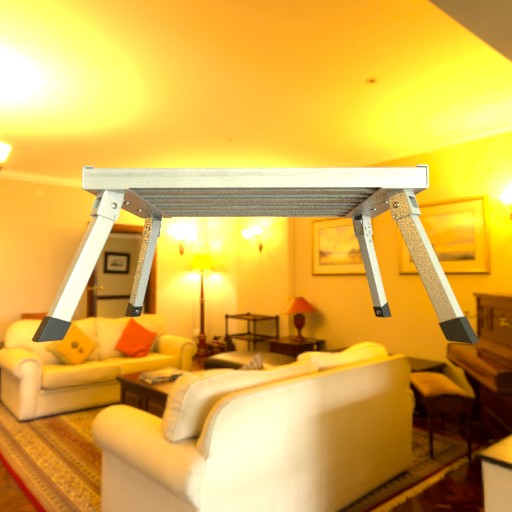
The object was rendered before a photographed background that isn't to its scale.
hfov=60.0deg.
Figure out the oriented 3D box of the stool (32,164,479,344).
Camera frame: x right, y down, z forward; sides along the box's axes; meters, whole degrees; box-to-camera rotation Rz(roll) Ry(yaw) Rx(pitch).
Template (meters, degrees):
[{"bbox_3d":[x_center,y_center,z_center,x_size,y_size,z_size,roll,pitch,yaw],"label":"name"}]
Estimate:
[{"bbox_3d":[0.000,0.000,0.716,0.535,0.225,0.385,0,-3,1],"label":"stool"}]
